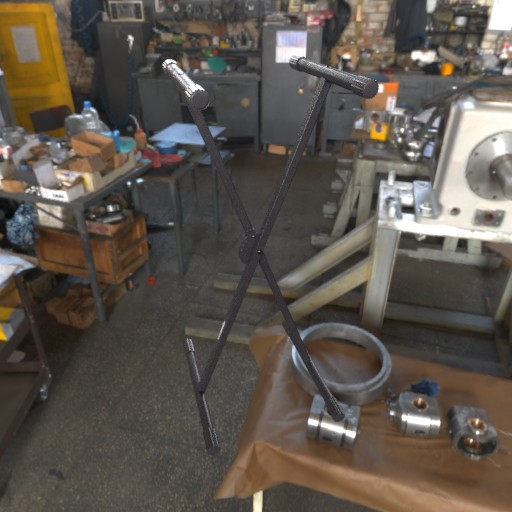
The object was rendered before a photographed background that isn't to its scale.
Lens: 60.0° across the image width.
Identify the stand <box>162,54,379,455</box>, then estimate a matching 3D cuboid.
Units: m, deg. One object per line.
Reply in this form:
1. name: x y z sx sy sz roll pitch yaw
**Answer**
1. stand: 0.000 0.000 1.193 0.409 0.940 0.449 -9 32 -14
